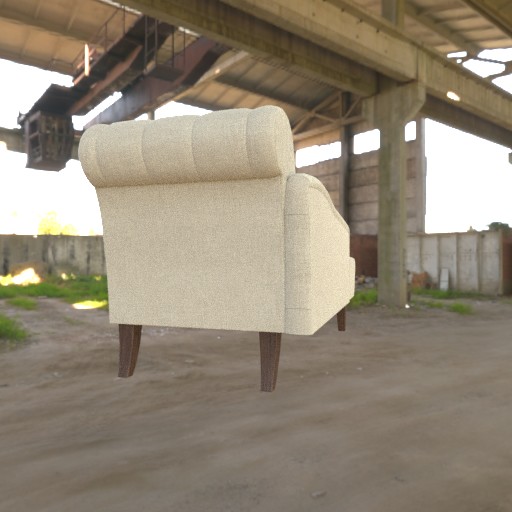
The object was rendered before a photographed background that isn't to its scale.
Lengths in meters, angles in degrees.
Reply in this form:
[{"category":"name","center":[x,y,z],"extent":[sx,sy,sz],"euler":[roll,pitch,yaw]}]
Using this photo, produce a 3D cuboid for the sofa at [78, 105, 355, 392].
[{"category":"sofa","center":[0.000,0.000,1.807],"extent":[0.675,0.787,1.379],"euler":[0,0,18]}]
